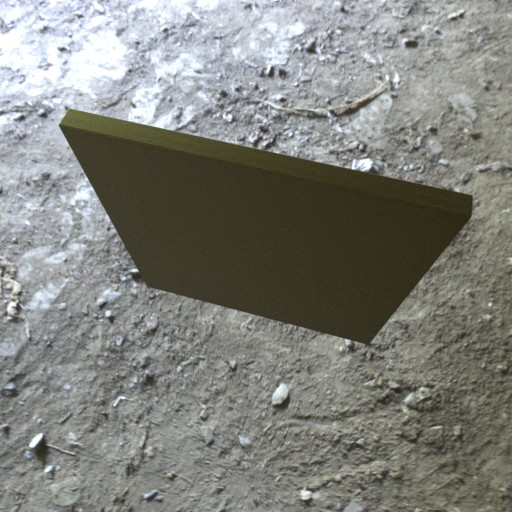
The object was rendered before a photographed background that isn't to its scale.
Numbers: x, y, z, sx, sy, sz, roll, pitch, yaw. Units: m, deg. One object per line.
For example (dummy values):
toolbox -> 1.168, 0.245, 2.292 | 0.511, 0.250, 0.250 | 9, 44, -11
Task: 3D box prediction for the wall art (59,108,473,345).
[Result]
wall art -> 0.000, 0.000, 0.752 | 0.503, 0.506, 0.031 | 14, 64, 7
